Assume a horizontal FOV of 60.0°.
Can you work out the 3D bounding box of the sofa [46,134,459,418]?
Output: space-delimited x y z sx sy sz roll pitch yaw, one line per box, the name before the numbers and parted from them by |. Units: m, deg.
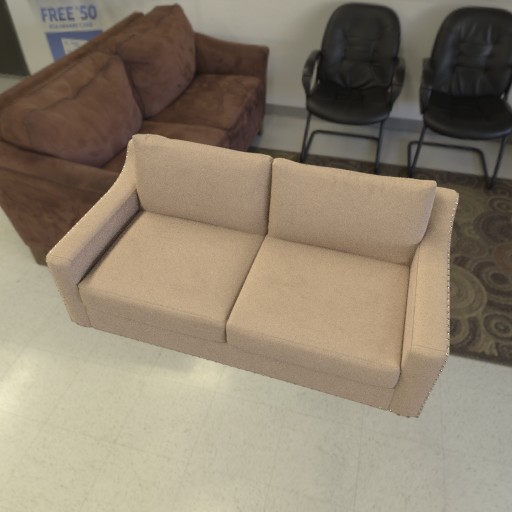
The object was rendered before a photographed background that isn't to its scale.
sofa | 0.000 0.000 2.444 1.967 0.901 1.030 12 45 13
